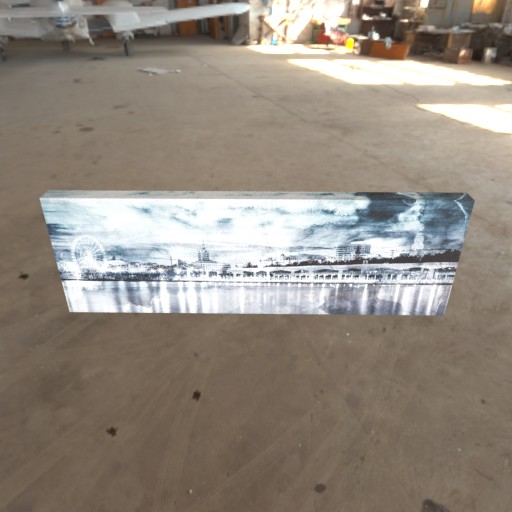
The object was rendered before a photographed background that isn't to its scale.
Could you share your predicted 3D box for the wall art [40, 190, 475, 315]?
[{"bbox_3d":[0.000,0.000,0.851,0.759,0.251,0.037,0,30,1],"label":"wall art"}]
